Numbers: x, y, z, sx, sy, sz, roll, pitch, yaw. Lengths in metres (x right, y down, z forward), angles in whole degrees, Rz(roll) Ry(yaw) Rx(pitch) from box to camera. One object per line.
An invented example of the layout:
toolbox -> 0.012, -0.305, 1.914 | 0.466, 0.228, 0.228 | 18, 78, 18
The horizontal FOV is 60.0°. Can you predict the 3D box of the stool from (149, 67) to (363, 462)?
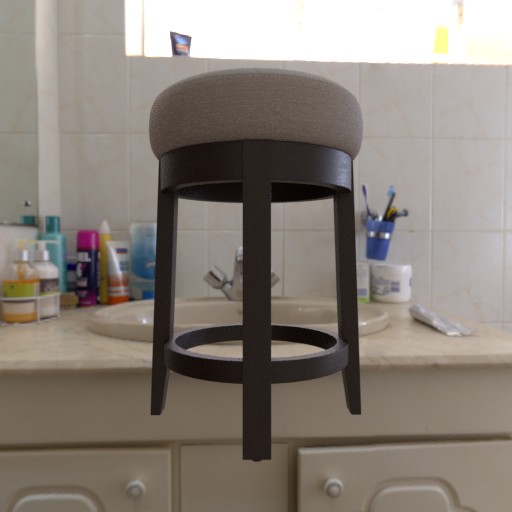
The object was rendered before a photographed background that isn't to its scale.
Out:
stool -> 0.000, 0.000, 0.946 | 0.443, 0.672, 0.443 | 0, 1, 0
